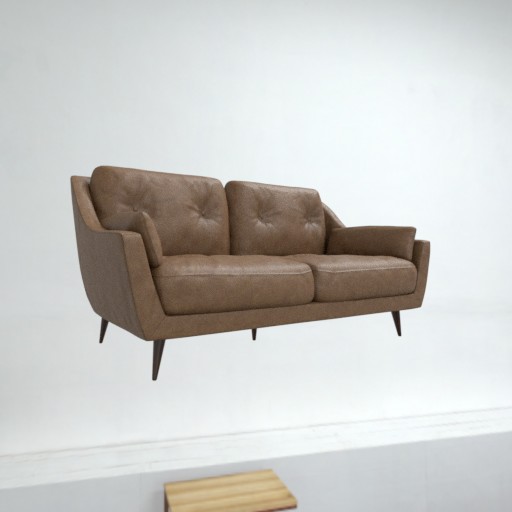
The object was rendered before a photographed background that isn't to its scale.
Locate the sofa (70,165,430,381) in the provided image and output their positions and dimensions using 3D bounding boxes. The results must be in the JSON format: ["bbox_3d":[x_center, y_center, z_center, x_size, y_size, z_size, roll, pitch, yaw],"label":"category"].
[{"bbox_3d":[0.000,0.000,2.310,1.731,0.886,0.981,0,1,-36],"label":"sofa"}]
